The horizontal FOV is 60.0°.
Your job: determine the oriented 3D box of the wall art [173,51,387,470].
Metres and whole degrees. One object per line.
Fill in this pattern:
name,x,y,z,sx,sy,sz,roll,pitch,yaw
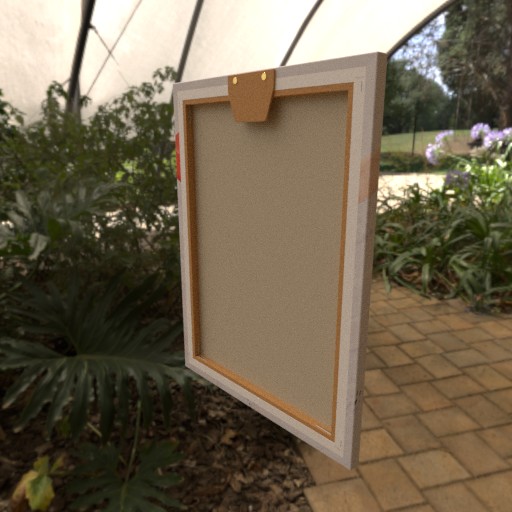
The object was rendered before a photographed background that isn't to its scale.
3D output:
wall art,0.000,0.000,1.307,0.045,1.014,0.759,-14,20,-41
